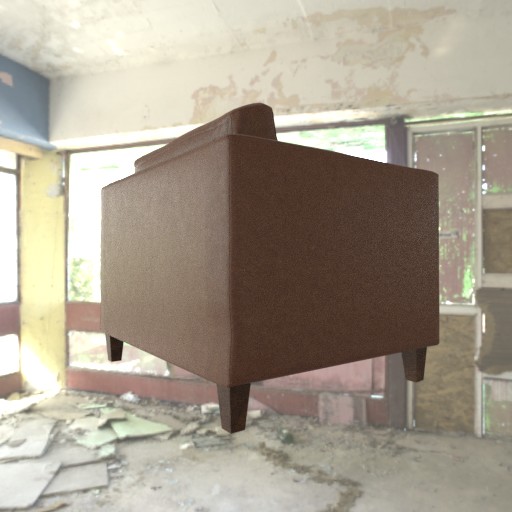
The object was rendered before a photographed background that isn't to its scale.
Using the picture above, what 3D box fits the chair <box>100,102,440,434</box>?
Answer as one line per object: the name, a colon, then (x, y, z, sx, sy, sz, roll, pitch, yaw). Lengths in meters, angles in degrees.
chair: (0.000, 0.000, 1.795, 0.959, 0.917, 1.107, 0, 0, -36)
